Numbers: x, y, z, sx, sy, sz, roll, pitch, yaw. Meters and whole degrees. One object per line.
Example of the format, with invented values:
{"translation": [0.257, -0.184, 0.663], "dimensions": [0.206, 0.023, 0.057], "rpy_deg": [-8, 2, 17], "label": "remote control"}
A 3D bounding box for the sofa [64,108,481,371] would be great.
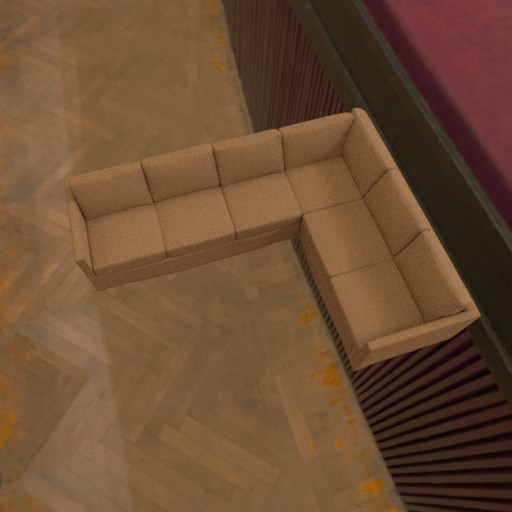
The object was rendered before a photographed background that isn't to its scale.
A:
{"translation": [0.000, 0.000, 4.203], "dimensions": [3.182, 0.871, 2.432], "rpy_deg": [-15, 64, -8], "label": "sofa"}
